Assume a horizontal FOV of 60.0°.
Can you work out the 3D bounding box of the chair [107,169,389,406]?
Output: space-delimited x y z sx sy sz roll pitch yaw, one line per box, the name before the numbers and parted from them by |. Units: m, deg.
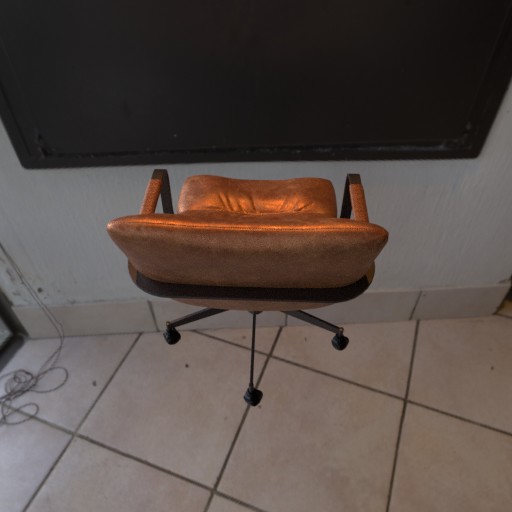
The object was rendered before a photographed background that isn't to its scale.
chair | 0.000 0.000 1.448 0.727 0.922 0.754 2 46 2
